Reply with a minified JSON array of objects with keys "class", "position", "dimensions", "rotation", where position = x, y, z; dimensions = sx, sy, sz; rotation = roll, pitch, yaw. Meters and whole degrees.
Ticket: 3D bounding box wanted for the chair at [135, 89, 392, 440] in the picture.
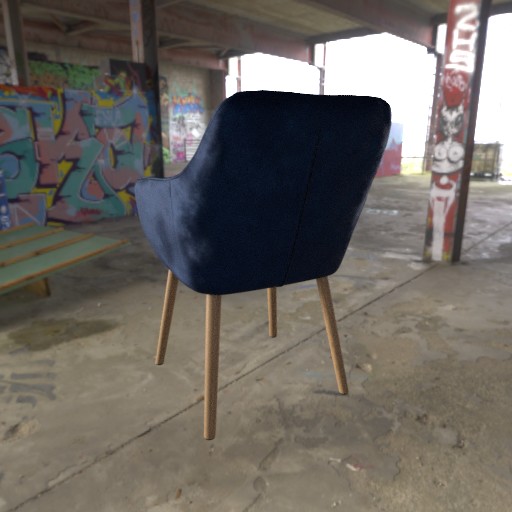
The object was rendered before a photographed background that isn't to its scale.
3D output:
[{"class":"chair","position":[0.000,0.000,1.246],"dimensions":[0.578,0.826,0.573],"rotation":[-8,17,-27]}]
